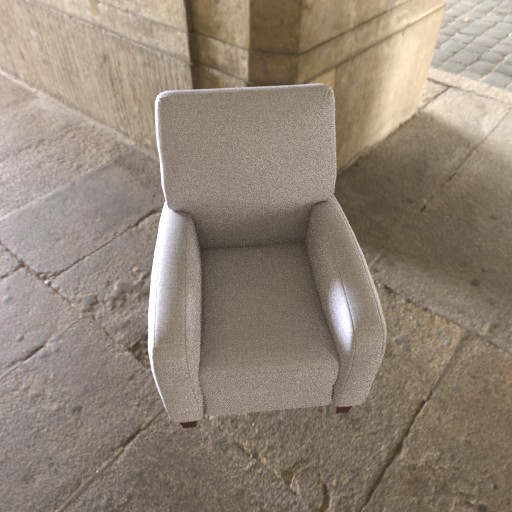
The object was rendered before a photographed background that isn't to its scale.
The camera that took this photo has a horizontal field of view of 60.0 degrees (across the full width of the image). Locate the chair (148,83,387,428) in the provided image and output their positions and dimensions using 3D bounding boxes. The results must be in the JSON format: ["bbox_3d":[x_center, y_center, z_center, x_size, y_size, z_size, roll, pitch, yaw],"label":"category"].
[{"bbox_3d":[0.000,0.000,1.692,0.762,0.990,0.990,-4,46,-4],"label":"chair"}]
